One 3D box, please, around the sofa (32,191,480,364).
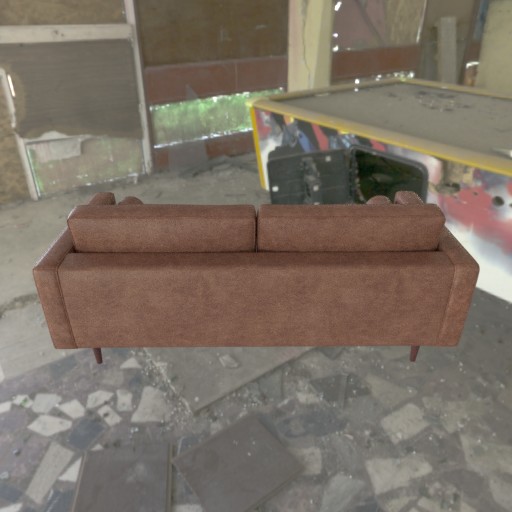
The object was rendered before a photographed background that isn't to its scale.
[{"bbox_3d":[0.000,0.000,2.295,1.870,0.760,0.910,0,30,0],"label":"sofa"}]
